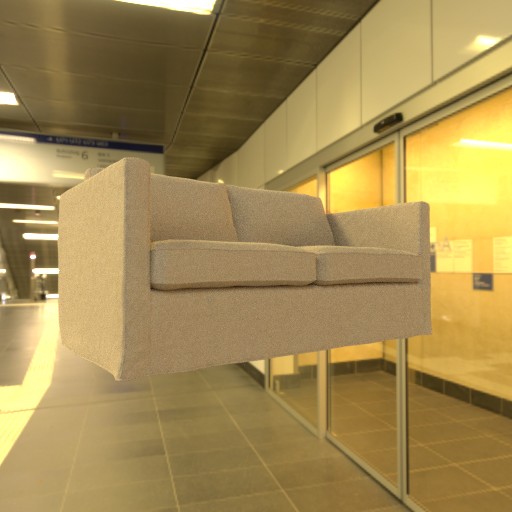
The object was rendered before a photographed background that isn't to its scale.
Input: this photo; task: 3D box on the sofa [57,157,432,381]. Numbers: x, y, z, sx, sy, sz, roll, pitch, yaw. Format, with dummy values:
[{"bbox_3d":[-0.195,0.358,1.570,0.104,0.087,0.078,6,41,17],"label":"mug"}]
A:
[{"bbox_3d":[0.000,0.000,2.258,1.719,0.835,0.962,1,-2,-36],"label":"sofa"}]
